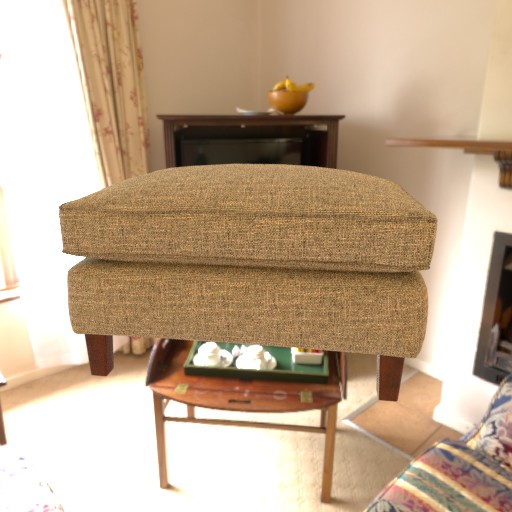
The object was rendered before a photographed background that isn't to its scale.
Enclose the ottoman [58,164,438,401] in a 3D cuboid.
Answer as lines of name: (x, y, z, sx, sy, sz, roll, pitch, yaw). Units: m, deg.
ottoman: (0.000, 0.000, 1.011, 0.686, 0.406, 0.508, 2, 17, 8)
